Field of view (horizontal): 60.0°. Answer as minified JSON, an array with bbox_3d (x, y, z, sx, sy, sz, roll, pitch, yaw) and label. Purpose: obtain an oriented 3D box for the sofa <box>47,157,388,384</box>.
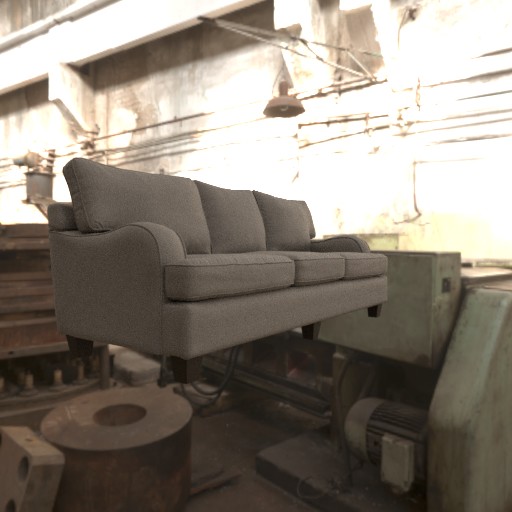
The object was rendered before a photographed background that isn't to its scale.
[{"bbox_3d":[0.000,0.000,2.908,1.016,0.991,2.323,1,1,35],"label":"sofa"}]
